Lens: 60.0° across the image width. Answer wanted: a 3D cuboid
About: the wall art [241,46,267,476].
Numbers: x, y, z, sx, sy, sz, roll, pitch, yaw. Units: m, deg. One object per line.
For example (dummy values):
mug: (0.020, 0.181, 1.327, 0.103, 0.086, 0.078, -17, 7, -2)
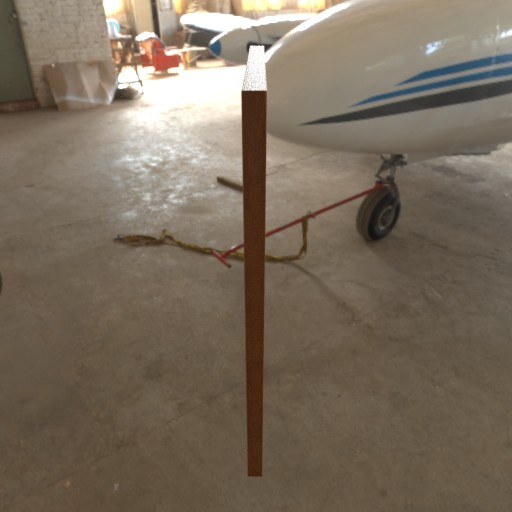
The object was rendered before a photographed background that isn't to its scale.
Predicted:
wall art: (0.000, 0.000, 1.130, 0.037, 0.914, 0.610, 0, 31, 0)
